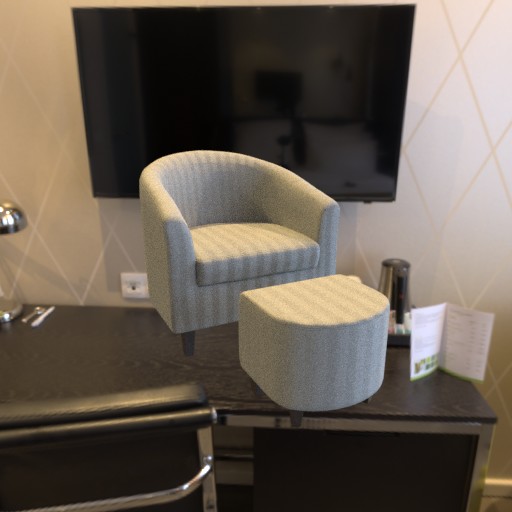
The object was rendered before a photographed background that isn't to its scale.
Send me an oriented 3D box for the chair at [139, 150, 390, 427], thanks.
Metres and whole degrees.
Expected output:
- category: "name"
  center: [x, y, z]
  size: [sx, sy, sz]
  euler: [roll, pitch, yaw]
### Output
- category: "chair"
  center: [0.000, 0.000, 1.776]
  size: [0.756, 0.757, 1.288]
  euler: [-8, 19, -26]
